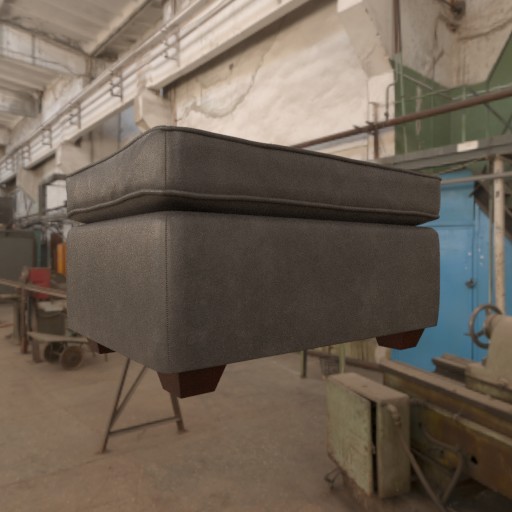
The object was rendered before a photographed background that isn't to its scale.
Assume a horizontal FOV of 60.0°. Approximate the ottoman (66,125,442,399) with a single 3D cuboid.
[{"bbox_3d":[0.000,0.000,1.068,0.756,0.445,0.554,0,0,-37],"label":"ottoman"}]
